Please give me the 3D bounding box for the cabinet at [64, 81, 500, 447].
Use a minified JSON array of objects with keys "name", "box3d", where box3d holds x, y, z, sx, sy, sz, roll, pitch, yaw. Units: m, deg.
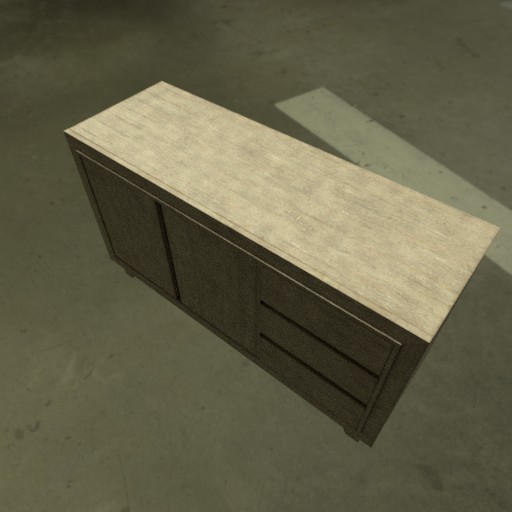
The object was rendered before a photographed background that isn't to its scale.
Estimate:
[{"name":"cabinet","box3d":[0.000,0.000,1.800,1.460,0.825,0.511,31,55,25]}]
